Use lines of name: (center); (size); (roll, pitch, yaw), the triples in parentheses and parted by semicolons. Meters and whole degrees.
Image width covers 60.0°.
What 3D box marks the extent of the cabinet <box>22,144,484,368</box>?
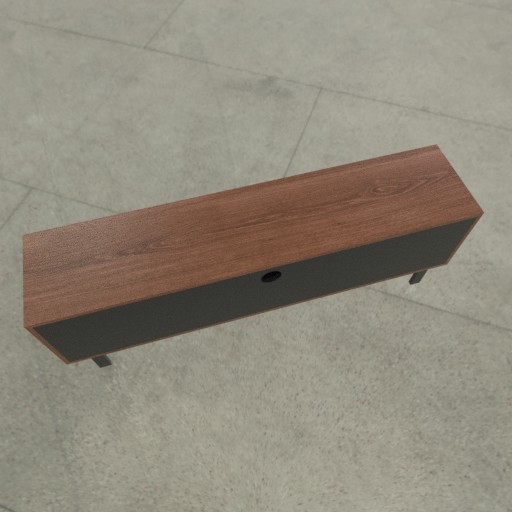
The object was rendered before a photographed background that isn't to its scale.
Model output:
cabinet: (0.000, 0.000, 1.840); (1.650, 0.500, 0.400); (-14, 59, -8)
